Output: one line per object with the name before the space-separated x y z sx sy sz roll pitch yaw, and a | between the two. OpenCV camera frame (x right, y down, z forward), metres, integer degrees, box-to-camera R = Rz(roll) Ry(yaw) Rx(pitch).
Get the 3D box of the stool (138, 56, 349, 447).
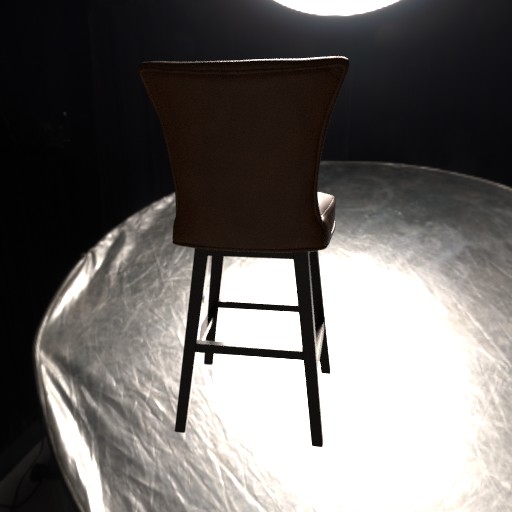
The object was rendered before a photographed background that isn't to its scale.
stool | 0.000 0.000 1.416 0.522 1.094 0.585 2 15 9
